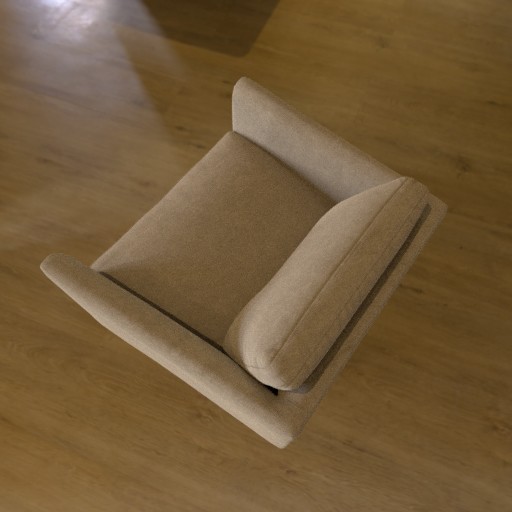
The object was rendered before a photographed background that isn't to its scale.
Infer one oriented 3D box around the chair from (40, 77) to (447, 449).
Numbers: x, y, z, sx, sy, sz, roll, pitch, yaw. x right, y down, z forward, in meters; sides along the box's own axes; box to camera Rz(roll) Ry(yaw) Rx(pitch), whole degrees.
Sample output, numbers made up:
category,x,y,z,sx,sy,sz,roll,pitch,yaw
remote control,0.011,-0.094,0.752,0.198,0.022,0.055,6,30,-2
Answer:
category,x,y,z,sx,sy,sz,roll,pitch,yaw
chair,0.000,0.000,1.853,1.091,0.845,1.190,34,68,16
